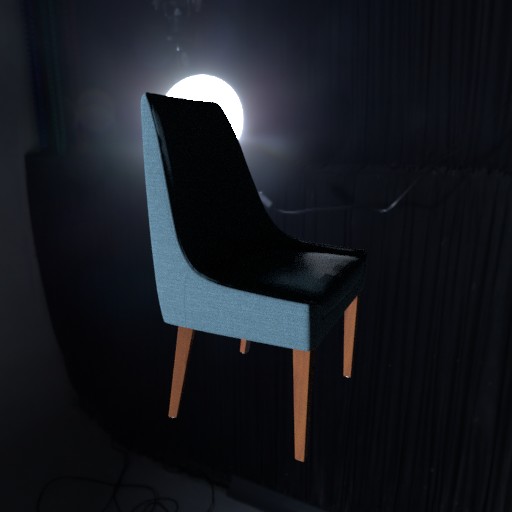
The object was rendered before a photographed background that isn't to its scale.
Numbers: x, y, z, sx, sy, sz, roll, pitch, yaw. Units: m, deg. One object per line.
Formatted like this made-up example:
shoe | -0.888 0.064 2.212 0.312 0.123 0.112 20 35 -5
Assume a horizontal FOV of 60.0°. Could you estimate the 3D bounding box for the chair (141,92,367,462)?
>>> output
chair | 0.000 0.000 1.246 0.544 0.861 0.529 7 16 25
